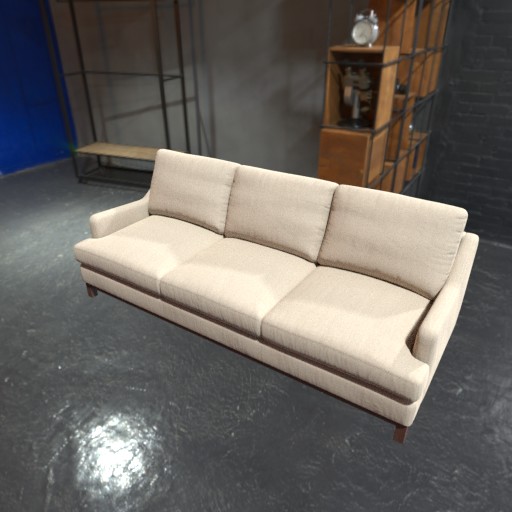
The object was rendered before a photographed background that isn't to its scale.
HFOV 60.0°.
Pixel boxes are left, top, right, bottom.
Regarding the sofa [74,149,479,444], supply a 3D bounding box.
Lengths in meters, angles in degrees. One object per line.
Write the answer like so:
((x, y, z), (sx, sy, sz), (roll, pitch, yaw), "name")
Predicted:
((0.000, 0.000, 2.747), (2.321, 0.913, 1.000), (18, 33, 29), "sofa")
